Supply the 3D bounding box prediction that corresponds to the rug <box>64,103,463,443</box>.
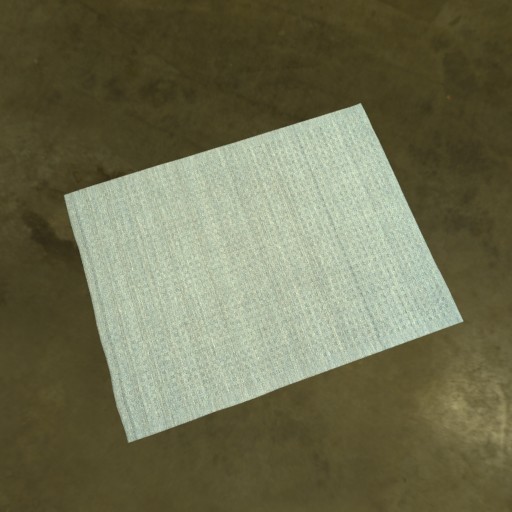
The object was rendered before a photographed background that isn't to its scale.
[{"bbox_3d":[0.000,0.000,4.244,3.200,0.007,2.443,-18,76,-5],"label":"rug"}]
